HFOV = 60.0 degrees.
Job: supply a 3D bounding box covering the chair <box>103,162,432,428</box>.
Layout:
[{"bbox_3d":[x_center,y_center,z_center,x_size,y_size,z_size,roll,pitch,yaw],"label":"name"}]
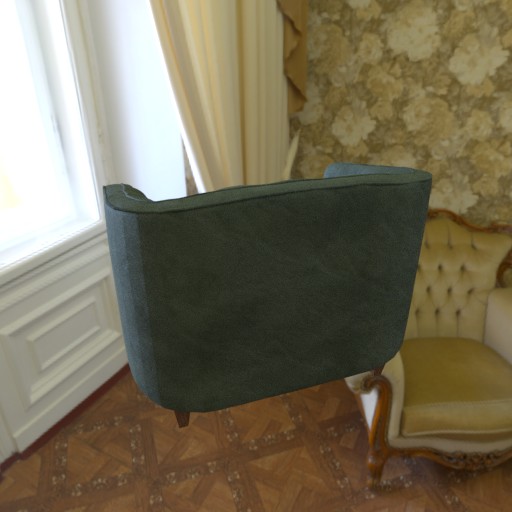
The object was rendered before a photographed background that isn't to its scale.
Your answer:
[{"bbox_3d":[0.000,0.000,1.777,1.104,0.852,0.941,-9,28,-17],"label":"chair"}]
